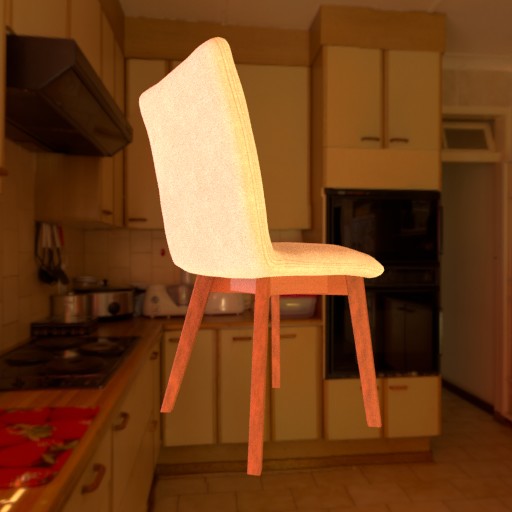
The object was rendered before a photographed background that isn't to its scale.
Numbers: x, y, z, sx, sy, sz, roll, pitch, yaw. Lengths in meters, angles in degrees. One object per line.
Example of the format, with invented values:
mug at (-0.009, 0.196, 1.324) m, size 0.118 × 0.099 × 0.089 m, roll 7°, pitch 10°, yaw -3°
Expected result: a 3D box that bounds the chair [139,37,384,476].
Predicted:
chair at (0.000, 0.000, 1.295) m, size 0.563 × 0.974 × 0.522 m, roll 0°, pitch 1°, yaw -36°
